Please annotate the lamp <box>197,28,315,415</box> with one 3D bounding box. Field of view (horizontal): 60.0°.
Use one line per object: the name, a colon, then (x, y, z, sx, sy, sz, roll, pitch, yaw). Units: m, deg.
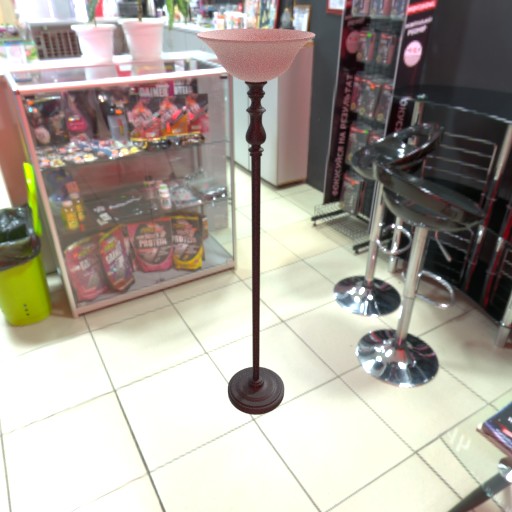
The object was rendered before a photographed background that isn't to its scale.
lamp: (0.000, 0.000, 1.997, 0.405, 1.797, 0.405, 1, 32, 2)
